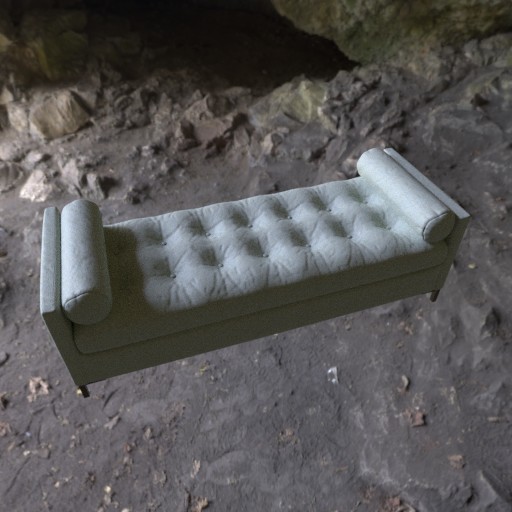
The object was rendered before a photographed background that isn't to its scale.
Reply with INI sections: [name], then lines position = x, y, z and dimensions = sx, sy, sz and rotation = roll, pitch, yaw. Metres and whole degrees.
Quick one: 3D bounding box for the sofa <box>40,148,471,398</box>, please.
[sofa]
position = 0.000, 0.000, 2.479
dimensions = 2.102, 0.705, 0.796
rotation = -13, 43, -14
